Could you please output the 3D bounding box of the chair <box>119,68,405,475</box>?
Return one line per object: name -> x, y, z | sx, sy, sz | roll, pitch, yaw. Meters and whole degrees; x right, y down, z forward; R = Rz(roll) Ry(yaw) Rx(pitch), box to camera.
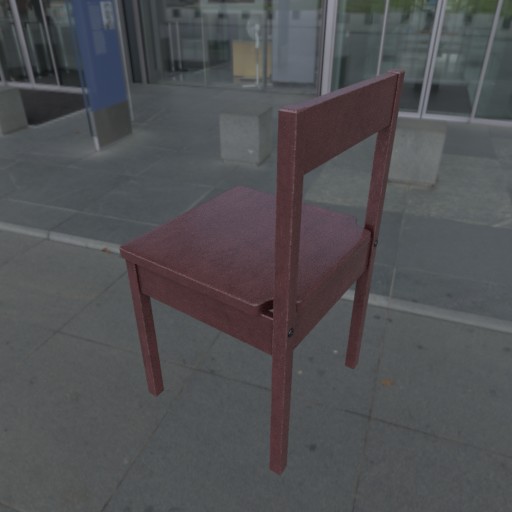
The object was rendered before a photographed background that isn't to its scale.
chair -> 0.000, 0.000, 0.869 | 0.361, 0.668, 0.367 | 20, 36, 29
